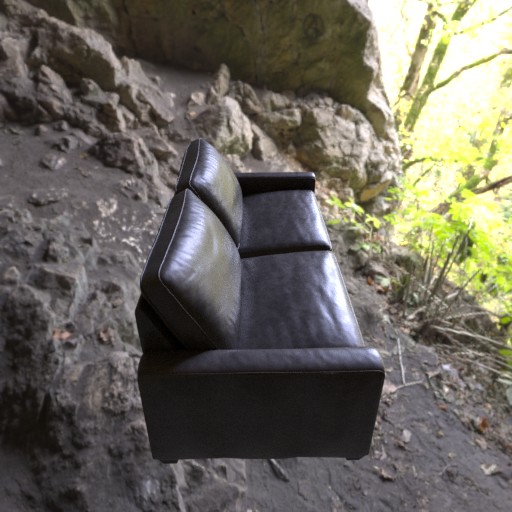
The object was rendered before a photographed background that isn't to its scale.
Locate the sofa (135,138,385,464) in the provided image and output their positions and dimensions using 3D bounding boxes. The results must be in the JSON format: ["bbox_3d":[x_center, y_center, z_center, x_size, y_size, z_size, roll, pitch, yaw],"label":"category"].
[{"bbox_3d":[0.000,0.000,2.566,0.939,0.916,2.081,-1,32,-1],"label":"sofa"}]
